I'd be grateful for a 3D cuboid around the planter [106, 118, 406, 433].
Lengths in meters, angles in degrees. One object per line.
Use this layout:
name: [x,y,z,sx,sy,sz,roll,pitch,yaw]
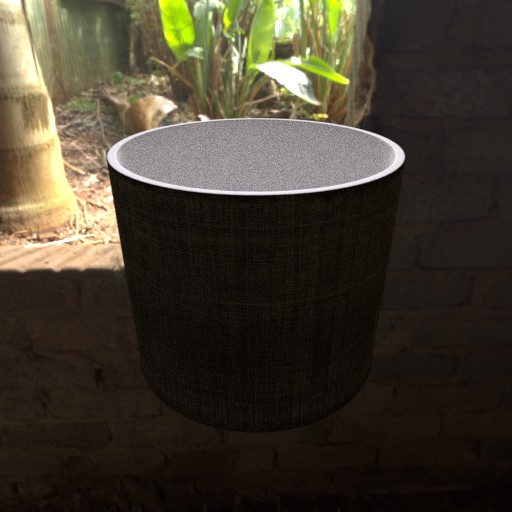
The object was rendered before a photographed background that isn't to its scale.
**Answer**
planter: [0.000,0.000,0.444,0.254,0.221,0.254,0,28,0]
